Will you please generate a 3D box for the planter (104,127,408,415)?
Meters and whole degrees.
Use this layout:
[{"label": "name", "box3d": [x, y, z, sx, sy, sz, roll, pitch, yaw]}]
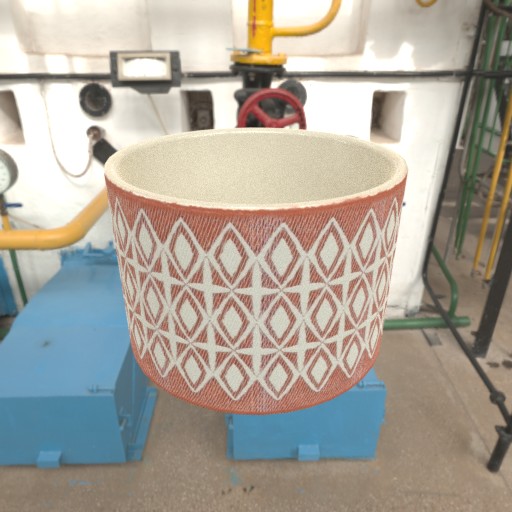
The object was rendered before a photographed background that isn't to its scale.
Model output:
[{"label": "planter", "box3d": [0.000, 0.000, 0.325, 0.192, 0.148, 0.192, 0, 27, 0]}]
